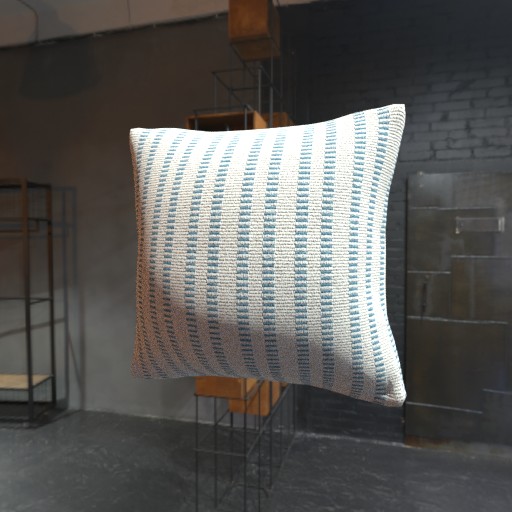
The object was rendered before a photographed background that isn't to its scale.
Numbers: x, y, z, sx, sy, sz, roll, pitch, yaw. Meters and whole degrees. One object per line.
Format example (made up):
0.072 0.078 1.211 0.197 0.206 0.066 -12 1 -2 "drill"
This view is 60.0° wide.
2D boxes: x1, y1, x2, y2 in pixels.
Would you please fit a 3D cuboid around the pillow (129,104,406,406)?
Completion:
0.000 0.000 0.676 0.438 0.419 0.247 0 2 17 "pillow"
